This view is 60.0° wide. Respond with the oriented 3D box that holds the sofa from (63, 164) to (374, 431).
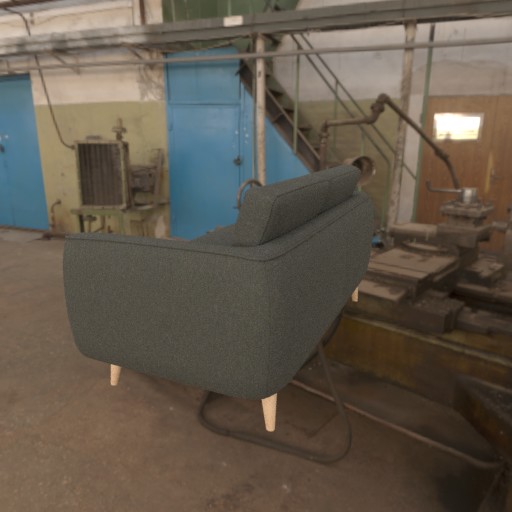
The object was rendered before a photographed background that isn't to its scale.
[{"bbox_3d":[0.000,0.000,2.240,0.920,0.850,1.700,7,17,24],"label":"sofa"}]
